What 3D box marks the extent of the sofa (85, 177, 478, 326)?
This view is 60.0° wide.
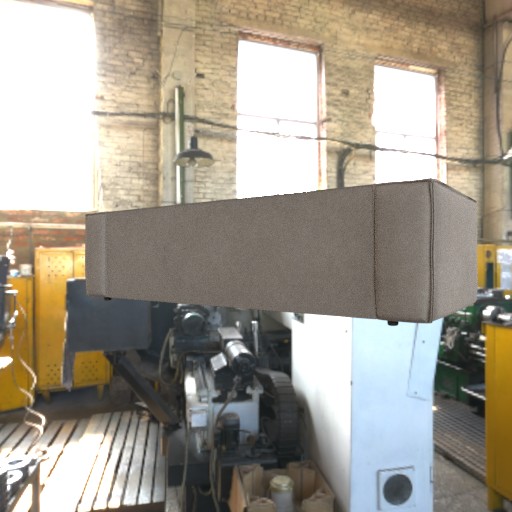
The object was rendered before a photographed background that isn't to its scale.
[{"bbox_3d":[0.000,0.000,3.102,2.697,0.680,1.038,0,-1,36],"label":"sofa"}]
